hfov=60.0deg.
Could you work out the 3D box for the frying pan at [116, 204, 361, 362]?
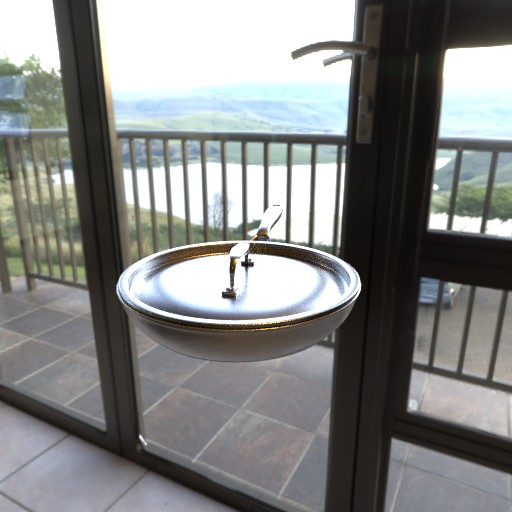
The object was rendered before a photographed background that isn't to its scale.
[{"bbox_3d":[0.000,0.000,0.616,0.272,0.086,0.490,3,18,9],"label":"frying pan"}]
